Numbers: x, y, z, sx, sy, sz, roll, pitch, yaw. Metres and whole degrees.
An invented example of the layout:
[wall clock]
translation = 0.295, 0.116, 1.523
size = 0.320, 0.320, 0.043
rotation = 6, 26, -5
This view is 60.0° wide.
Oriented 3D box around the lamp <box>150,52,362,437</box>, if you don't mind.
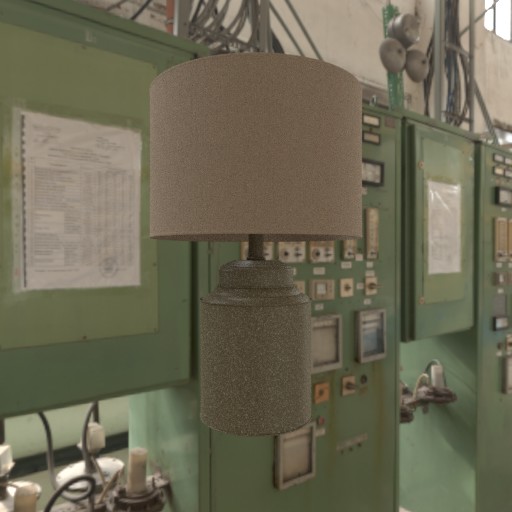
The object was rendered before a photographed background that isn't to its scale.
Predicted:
[lamp]
translation = 0.000, 0.000, 0.681
size = 0.318, 0.486, 0.318
rotation = 0, 0, 0
